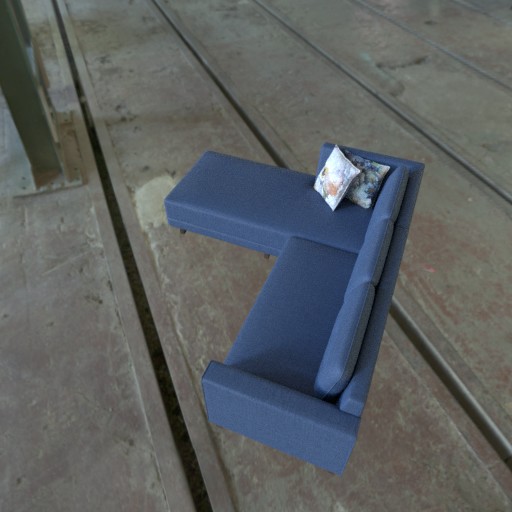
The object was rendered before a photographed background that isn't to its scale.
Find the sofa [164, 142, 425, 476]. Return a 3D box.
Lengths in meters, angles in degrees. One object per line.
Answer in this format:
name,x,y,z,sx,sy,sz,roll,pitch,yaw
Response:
sofa,0.000,0.000,3.031,1.829,0.787,2.120,16,49,15
